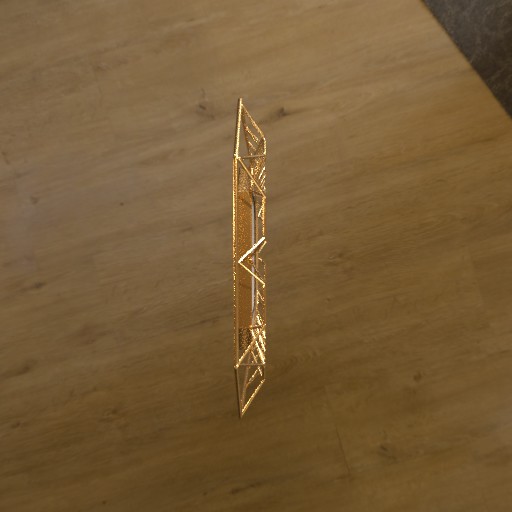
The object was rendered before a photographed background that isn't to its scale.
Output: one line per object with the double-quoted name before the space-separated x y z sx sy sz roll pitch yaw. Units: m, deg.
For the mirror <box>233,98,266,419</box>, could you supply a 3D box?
"mirror" 0.000 0.000 1.107 0.051 0.870 0.572 0 91 1
